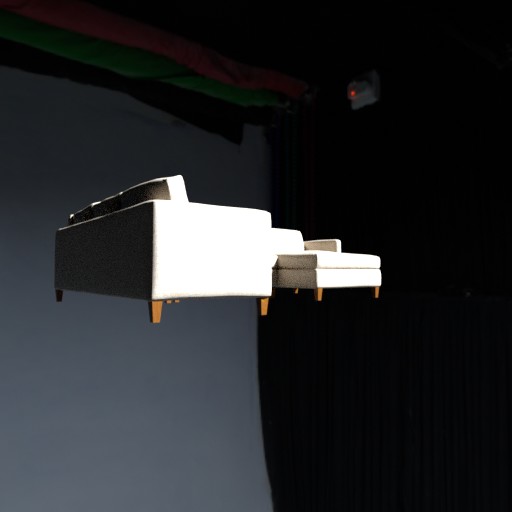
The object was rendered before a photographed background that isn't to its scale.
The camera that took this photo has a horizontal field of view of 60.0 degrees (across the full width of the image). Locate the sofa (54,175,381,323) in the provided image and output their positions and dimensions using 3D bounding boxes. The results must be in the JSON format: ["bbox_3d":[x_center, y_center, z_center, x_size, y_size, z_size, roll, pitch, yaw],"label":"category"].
[{"bbox_3d":[0.000,0.000,4.696,3.460,0.961,2.594,2,-3,-37],"label":"sofa"}]
